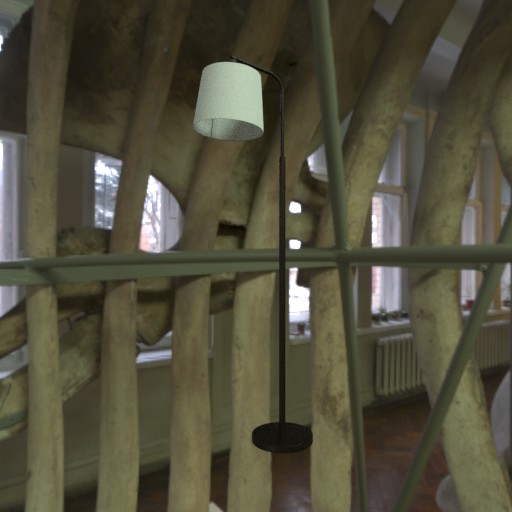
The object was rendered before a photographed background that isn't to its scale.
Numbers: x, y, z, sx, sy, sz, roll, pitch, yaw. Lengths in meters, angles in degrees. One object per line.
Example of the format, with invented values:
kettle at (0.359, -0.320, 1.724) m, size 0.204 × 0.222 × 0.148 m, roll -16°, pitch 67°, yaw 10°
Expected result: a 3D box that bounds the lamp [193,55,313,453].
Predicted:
lamp at (0.000, 0.000, 1.701) m, size 0.508 × 1.478 × 0.254 m, roll 0°, pitch 0°, yaw -36°
